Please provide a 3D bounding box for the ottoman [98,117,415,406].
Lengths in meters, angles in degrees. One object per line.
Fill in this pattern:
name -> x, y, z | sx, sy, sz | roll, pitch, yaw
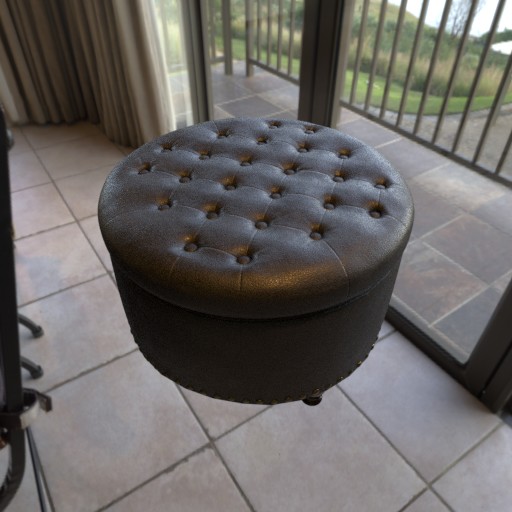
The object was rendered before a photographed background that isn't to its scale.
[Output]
ottoman -> 0.000, 0.000, 1.043 | 0.637, 0.442, 0.637 | 0, 42, 0
